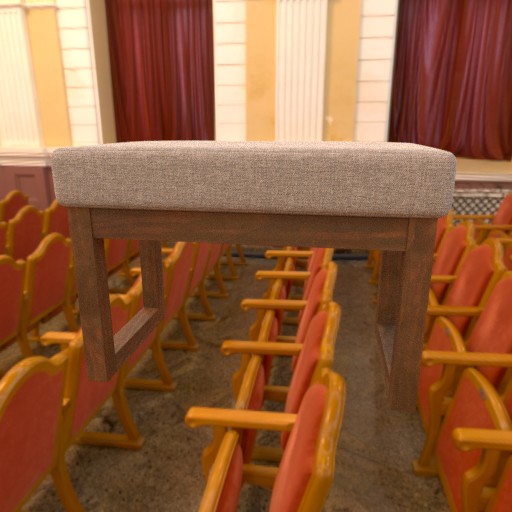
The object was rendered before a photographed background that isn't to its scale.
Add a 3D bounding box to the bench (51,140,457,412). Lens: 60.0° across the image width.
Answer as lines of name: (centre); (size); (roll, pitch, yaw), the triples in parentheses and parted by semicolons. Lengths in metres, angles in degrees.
bench: (0.000, 0.000, 0.948); (0.681, 0.467, 0.366); (3, 17, 9)
